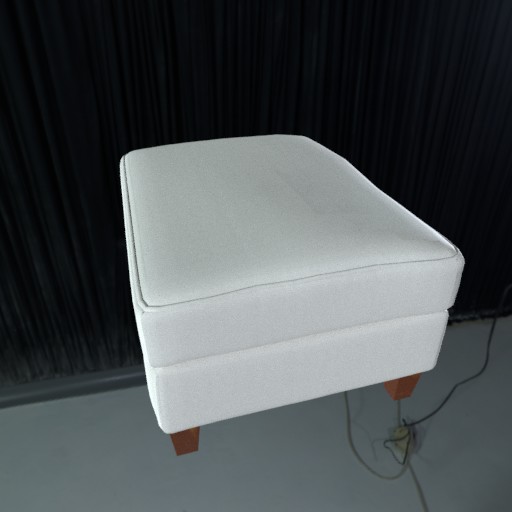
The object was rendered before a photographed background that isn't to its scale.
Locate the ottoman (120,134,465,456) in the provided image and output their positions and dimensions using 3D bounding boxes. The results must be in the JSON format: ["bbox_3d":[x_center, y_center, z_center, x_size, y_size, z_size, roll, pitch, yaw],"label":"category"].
[{"bbox_3d":[0.000,0.000,1.181,0.634,0.479,0.818,-9,32,-14],"label":"ottoman"}]
